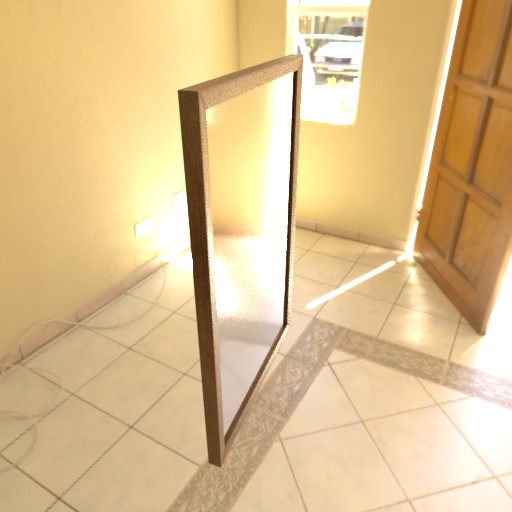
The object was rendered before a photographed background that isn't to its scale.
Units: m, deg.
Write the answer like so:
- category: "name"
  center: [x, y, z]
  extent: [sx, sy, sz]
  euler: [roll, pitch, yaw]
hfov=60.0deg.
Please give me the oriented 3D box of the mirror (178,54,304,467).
- category: "mirror"
  center: [0.000, 0.000, 1.161]
  extent: [0.040, 0.915, 0.609]
  euler: [11, 31, 18]
